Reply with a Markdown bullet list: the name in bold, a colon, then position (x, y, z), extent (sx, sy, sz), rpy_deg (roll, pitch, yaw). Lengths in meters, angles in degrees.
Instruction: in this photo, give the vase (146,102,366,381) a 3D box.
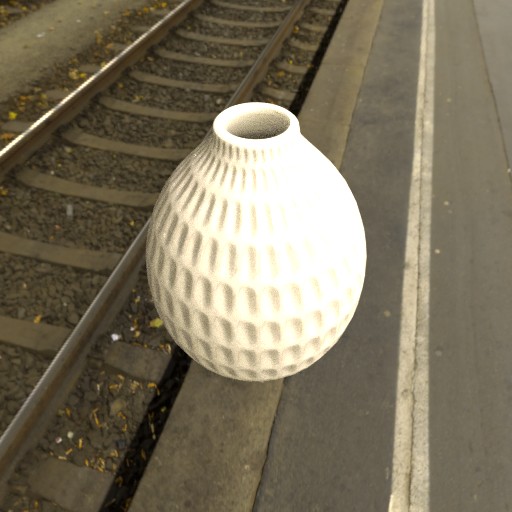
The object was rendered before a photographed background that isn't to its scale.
- **vase**: position (0.000, 0.000, 0.334), extent (0.162, 0.223, 0.162), rpy_deg (0, 46, 0)
